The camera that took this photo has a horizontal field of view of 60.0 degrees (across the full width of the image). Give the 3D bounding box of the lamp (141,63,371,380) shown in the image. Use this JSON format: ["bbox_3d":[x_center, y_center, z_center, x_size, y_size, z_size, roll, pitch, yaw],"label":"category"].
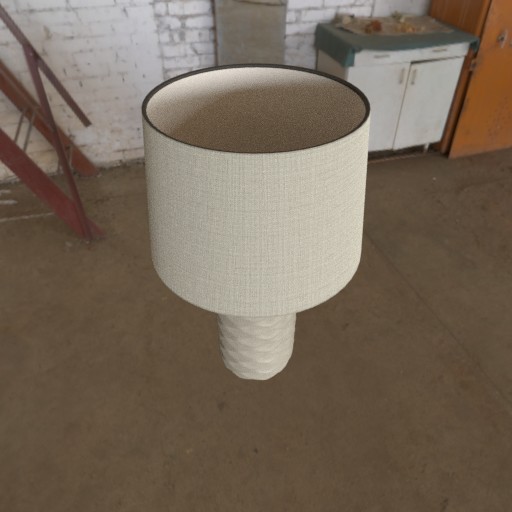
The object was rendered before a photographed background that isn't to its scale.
[{"bbox_3d":[0.000,0.000,0.832,0.376,0.594,0.376,0,41,0],"label":"lamp"}]
